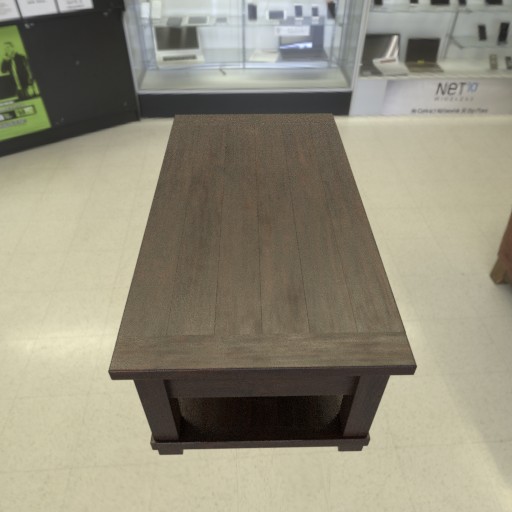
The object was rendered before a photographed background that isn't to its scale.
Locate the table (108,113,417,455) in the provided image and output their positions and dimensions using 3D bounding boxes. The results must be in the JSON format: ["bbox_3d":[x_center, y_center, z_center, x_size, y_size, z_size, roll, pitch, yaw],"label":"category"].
[{"bbox_3d":[0.000,0.000,1.602,0.700,0.494,1.270,-1,43,-1],"label":"table"}]
